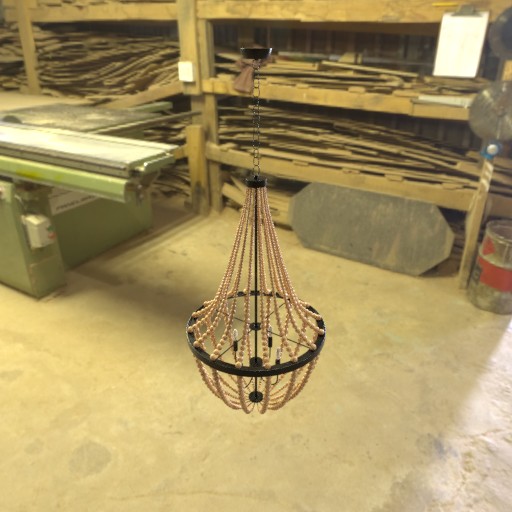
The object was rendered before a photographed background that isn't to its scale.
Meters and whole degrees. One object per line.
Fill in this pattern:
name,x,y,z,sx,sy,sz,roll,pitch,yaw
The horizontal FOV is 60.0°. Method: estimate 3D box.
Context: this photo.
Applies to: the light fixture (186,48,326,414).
light fixture,0.000,0.000,1.334,0.450,1.133,0.450,0,26,0
